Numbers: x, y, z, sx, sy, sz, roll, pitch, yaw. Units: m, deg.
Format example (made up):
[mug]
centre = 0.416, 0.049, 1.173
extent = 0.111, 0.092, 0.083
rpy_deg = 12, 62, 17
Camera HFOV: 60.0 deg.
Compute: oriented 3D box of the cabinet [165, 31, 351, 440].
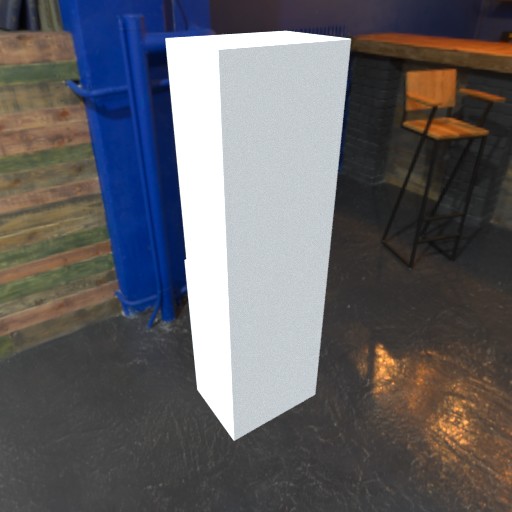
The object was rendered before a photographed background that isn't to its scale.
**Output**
[cabinet]
centre = 0.000, 0.000, 1.526
extent = 0.400, 1.350, 0.300
rpy_deg = -19, 36, -28
